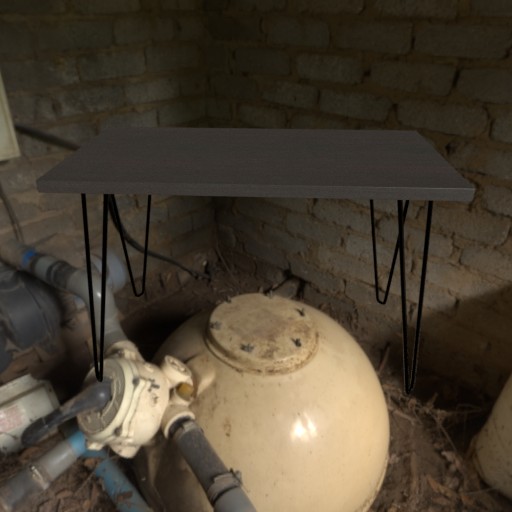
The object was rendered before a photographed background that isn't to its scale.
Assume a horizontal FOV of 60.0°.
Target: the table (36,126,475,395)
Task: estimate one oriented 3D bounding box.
[{"bbox_3d":[0.000,0.000,1.379,0.991,0.660,0.499,2,30,3],"label":"table"}]
